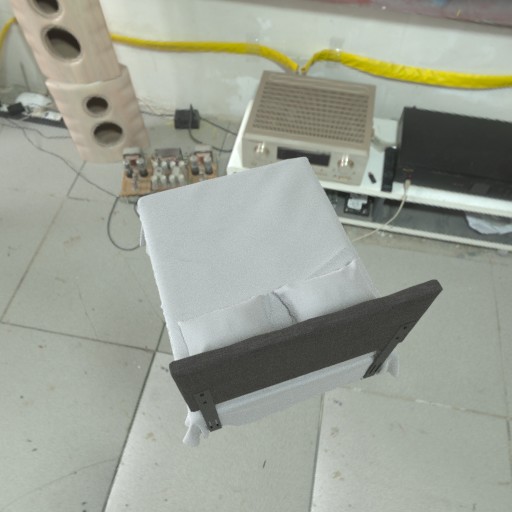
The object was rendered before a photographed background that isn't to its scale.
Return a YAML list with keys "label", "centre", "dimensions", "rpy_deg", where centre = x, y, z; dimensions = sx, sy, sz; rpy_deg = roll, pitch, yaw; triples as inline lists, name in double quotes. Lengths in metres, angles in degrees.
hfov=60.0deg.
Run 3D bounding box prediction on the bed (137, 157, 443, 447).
- label: "bed"
  centre: [0.000, 0.000, 3.611]
  dimensions: [1.936, 1.577, 2.222]
  rpy_deg: [-16, 60, -10]
